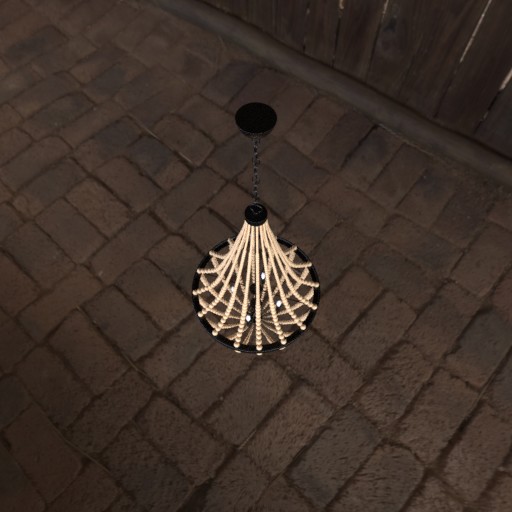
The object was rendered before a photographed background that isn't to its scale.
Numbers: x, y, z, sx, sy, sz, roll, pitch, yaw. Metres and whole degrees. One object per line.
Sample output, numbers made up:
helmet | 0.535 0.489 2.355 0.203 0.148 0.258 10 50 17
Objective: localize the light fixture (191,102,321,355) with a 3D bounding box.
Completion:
light fixture | 0.000 0.000 1.326 0.450 1.133 0.450 0 63 0
